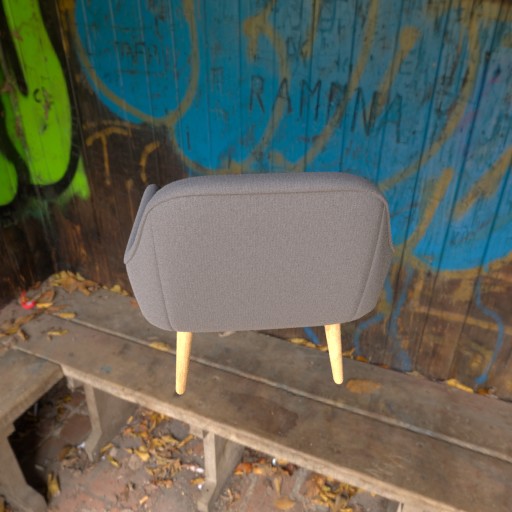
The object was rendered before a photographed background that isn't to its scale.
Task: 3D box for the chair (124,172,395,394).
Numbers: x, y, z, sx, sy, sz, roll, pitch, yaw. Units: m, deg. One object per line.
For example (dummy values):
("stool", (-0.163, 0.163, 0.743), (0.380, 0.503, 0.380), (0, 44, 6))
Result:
("chair", (0.000, 0.000, 1.439), (0.770, 0.800, 0.779), (-2, 30, -4))
